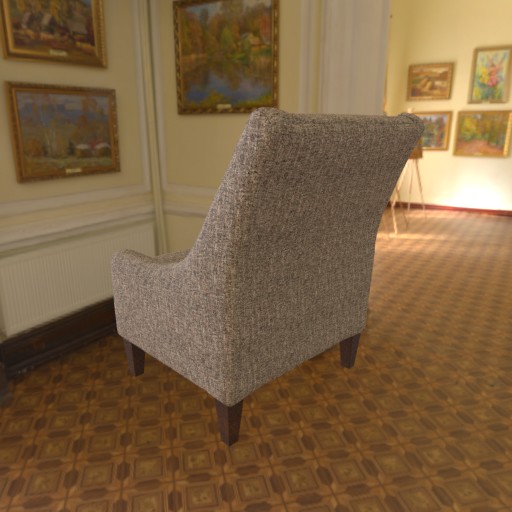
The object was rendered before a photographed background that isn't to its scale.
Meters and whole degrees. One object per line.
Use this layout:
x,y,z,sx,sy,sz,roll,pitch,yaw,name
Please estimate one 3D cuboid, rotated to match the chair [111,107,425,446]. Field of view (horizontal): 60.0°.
0.000,0.000,1.653,0.774,1.014,0.870,-16,22,-42,chair
